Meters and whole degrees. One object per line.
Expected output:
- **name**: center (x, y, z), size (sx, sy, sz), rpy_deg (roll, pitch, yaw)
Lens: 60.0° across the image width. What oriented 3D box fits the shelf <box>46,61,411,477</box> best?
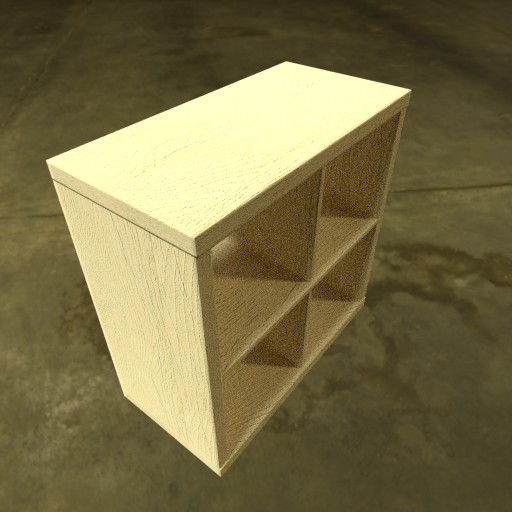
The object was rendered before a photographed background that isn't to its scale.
- **shelf**: center (0.000, 0.000, 1.236), size (0.390, 0.786, 0.790), rpy_deg (27, 46, 28)
